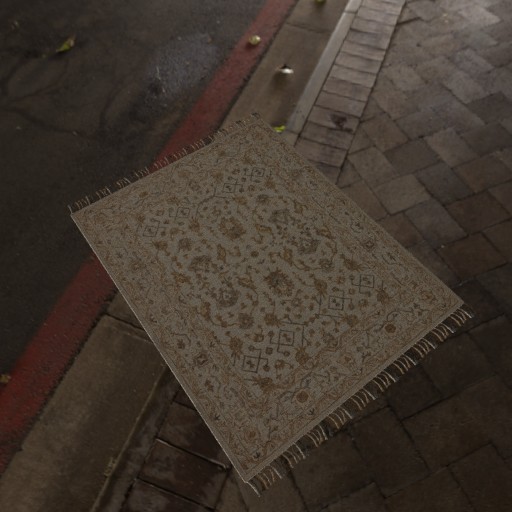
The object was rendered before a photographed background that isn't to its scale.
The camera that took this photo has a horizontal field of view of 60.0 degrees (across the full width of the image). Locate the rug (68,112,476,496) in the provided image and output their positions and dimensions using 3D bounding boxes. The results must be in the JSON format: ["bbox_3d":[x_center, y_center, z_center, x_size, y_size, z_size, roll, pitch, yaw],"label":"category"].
[{"bbox_3d":[0.000,0.000,2.222,1.278,0.009,1.726,-32,63,-18],"label":"rug"}]
